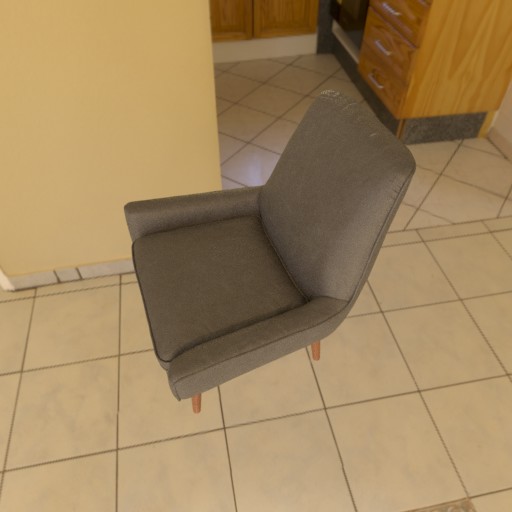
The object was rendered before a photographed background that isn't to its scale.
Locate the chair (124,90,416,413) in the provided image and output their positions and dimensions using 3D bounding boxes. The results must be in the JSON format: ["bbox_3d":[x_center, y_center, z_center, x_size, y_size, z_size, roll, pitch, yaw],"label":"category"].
[{"bbox_3d":[0.000,0.000,1.544,0.822,0.888,0.787,-15,49,-14],"label":"chair"}]
